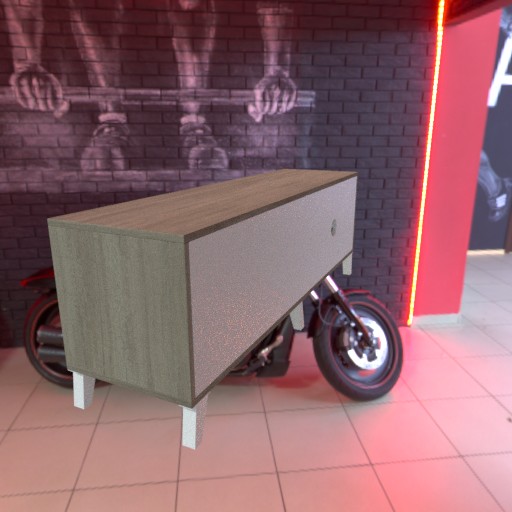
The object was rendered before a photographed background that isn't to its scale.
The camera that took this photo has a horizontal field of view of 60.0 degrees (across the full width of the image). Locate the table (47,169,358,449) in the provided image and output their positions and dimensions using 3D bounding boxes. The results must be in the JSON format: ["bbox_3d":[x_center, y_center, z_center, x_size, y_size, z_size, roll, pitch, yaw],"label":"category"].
[{"bbox_3d":[0.000,0.000,1.715,0.400,0.530,1.500,8,18,25],"label":"table"}]
